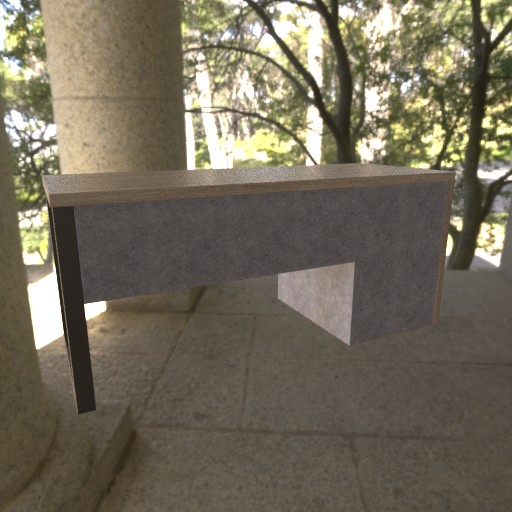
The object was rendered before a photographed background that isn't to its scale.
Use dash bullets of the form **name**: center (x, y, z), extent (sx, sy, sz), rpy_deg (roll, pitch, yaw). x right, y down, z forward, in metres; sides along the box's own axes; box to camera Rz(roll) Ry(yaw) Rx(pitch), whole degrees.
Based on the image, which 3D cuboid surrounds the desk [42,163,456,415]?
- **desk**: center (0.000, 0.000, 2.061), extent (1.700, 0.760, 0.690), rpy_deg (-8, 17, -25)
